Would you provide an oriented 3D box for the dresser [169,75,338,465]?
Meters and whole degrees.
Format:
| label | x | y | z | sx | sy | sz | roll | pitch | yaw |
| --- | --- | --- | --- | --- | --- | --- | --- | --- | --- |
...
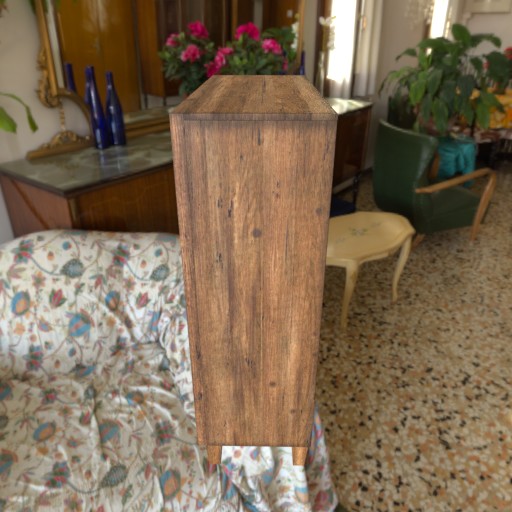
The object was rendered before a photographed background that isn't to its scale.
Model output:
| label | x | y | z | sx | sy | sz | roll | pitch | yaw |
| --- | --- | --- | --- | --- | --- | --- | --- | --- | --- |
| dresser | 0.000 | 0.000 | 1.913 | 0.438 | 1.359 | 1.067 | 0 | 27 | 1 |
